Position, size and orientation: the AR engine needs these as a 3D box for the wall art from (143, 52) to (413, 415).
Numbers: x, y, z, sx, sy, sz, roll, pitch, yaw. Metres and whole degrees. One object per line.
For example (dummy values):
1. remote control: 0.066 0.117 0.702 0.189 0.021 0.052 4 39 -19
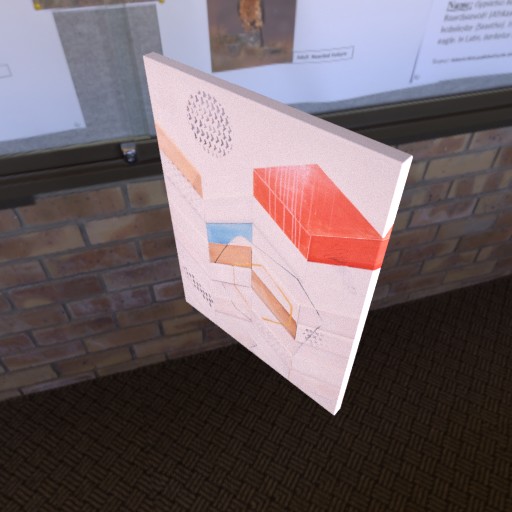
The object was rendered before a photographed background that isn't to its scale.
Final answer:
1. wall art: 0.000 0.000 1.353 0.759 1.014 0.045 32 53 28
